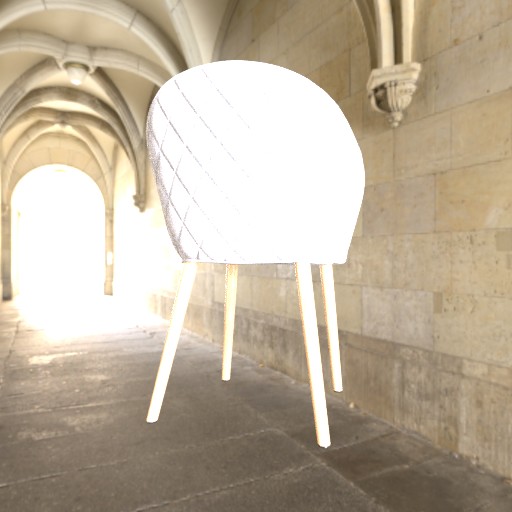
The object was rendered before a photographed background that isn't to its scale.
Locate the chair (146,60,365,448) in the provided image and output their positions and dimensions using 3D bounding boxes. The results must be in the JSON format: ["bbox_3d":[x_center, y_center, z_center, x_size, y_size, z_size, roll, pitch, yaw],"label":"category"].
[{"bbox_3d":[0.000,0.000,1.159,0.540,0.800,0.530,0,0,19],"label":"chair"}]
